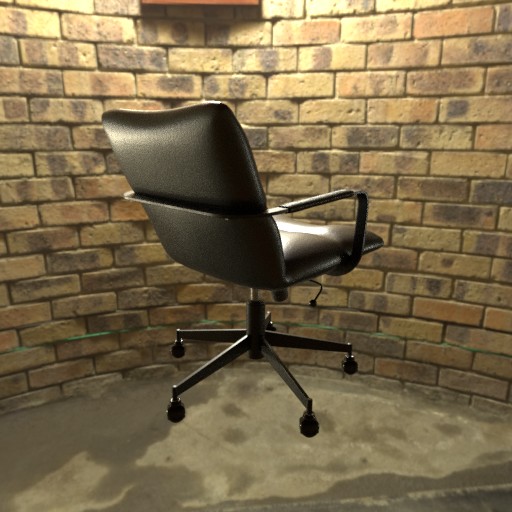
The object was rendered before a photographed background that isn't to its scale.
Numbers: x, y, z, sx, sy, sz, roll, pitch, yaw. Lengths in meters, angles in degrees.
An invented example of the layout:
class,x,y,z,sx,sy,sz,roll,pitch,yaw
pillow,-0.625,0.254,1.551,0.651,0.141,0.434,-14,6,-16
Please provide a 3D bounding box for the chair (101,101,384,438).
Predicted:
class,x,y,z,sx,sy,sz,roll,pitch,yaw
chair,0.000,0.000,1.472,0.748,0.922,0.719,-14,21,-42
